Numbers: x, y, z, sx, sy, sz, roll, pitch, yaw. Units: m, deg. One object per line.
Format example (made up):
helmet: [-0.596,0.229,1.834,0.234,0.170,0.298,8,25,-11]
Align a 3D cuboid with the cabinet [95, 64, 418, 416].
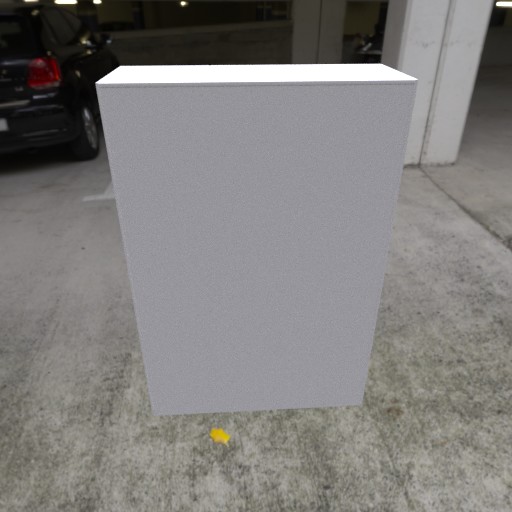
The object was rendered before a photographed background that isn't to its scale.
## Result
cabinet: [0.000,0.000,2.469,1.290,1.910,0.510,-2,30,-3]
